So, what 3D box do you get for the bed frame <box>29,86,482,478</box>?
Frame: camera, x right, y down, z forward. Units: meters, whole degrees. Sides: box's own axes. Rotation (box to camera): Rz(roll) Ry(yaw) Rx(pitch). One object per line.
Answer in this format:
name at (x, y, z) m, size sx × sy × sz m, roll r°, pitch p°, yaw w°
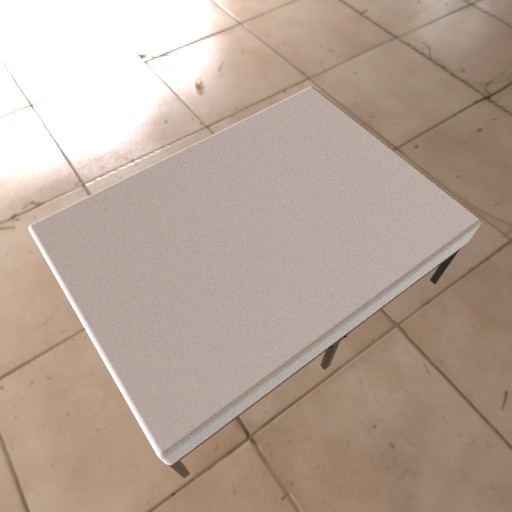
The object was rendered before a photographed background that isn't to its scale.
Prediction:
bed frame at (0.000, 0.000, 2.597) m, size 1.956 × 0.659 × 1.408 m, roll -32°, pitch 63°, yaw -19°
